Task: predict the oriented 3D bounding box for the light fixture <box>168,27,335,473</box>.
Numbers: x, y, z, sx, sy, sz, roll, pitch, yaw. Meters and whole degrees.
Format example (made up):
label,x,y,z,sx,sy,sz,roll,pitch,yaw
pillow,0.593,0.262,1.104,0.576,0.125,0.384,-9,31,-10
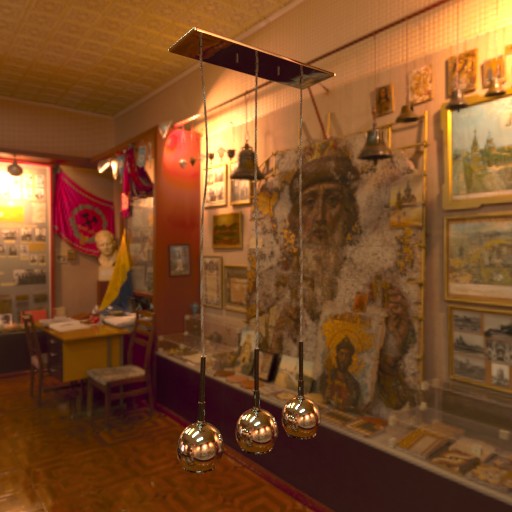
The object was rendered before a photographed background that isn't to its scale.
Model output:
label,x,y,z,sx,sy,sz,roll,pitch,yaw
light fixture,0.000,0.000,1.617,0.623,1.408,0.188,-1,1,-36
